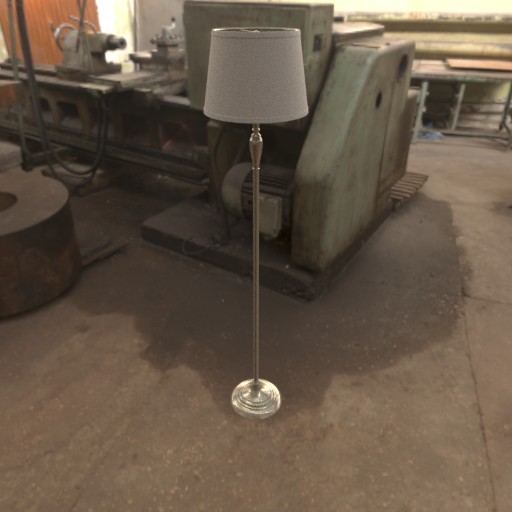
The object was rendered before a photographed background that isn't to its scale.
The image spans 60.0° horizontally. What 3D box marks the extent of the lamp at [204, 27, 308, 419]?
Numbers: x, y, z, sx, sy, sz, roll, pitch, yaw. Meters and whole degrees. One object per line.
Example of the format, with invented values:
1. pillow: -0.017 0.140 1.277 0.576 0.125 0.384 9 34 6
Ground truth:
1. lamp: 0.000 0.000 1.652 0.327 1.506 0.327 10 31 17
